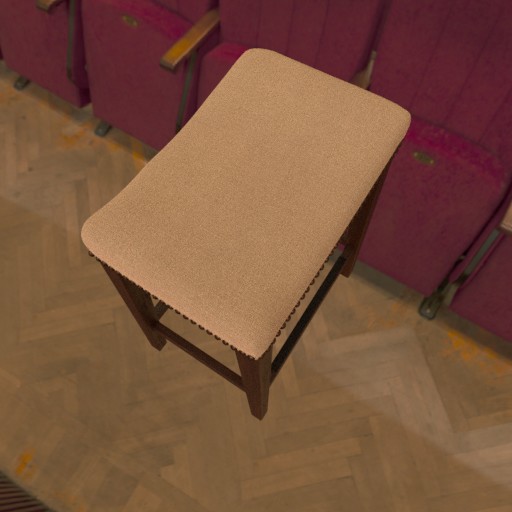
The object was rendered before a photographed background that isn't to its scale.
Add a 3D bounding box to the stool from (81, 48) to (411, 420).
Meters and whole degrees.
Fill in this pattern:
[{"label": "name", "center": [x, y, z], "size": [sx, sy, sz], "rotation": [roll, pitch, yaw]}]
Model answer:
[{"label": "stool", "center": [0.000, 0.000, 0.984], "size": [0.363, 0.669, 0.509], "rotation": [30, 68, 14]}]
